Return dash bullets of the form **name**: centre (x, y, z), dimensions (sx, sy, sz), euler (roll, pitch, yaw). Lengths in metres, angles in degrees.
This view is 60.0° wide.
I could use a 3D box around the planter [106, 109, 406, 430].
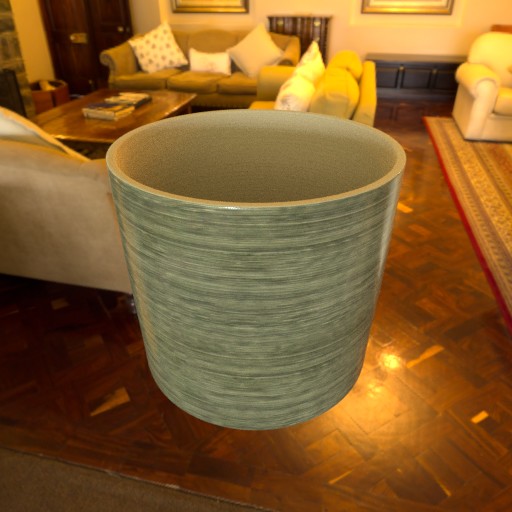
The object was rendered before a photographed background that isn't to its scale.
- **planter**: centre (0.000, 0.000, 0.392), dimensions (0.221, 0.201, 0.221), euler (0, 32, 0)
